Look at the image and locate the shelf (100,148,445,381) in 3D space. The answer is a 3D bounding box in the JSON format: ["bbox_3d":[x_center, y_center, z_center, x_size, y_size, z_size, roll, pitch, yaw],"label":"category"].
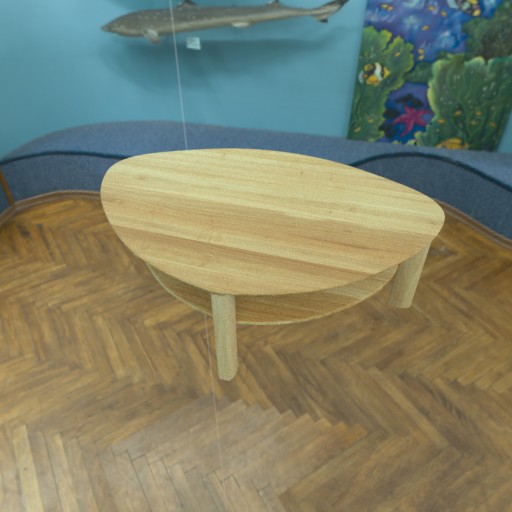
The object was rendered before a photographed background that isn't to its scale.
[{"bbox_3d":[0.000,0.000,1.665,1.246,0.440,0.845,10,41,12],"label":"shelf"}]
